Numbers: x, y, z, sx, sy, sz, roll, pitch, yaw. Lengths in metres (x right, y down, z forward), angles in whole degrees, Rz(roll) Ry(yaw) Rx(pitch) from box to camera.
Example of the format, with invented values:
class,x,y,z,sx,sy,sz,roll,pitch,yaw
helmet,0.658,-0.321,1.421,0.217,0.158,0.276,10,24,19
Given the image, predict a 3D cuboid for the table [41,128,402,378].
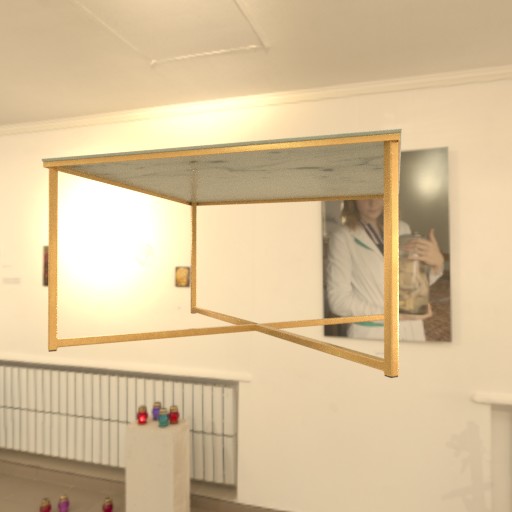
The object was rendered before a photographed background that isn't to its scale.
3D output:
class,x,y,z,sx,sy,sz,roll,pitch,yaw
table,0.000,0.000,1.294,0.800,0.450,0.800,0,0,18
